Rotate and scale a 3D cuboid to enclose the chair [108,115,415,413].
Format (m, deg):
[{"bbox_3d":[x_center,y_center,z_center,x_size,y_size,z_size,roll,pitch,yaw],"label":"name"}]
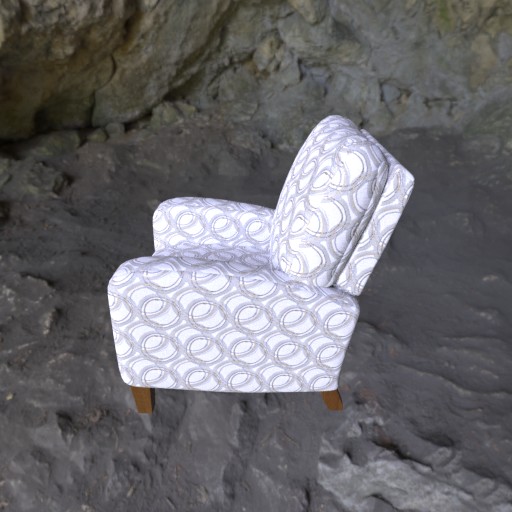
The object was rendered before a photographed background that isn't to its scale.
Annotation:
[{"bbox_3d":[0.000,0.000,1.838,0.995,1.065,0.796,1,26,1],"label":"chair"}]
